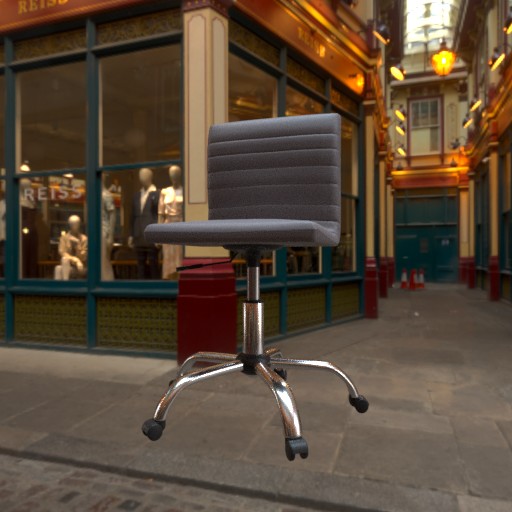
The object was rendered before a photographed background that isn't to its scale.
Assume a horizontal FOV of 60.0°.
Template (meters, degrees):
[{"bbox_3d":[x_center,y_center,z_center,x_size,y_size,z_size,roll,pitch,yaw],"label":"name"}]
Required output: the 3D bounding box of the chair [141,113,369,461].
[{"bbox_3d":[0.000,0.000,1.130,0.556,0.780,0.530,0,1,18],"label":"chair"}]
